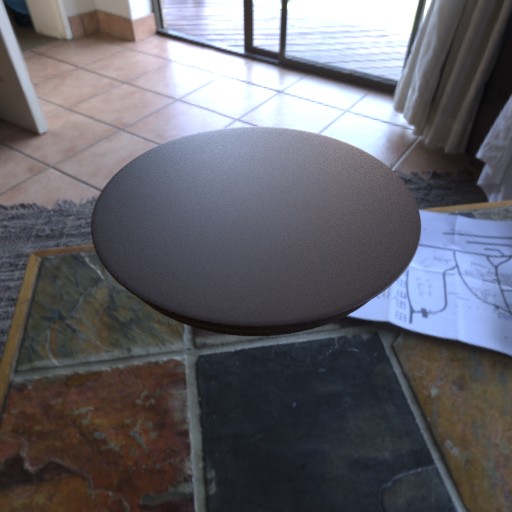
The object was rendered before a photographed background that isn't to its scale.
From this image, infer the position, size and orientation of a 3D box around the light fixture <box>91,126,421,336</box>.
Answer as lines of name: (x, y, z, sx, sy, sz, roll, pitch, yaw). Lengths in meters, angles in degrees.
light fixture: (0.000, 0.000, 0.434, 0.280, 0.135, 0.280, 0, 43, 0)
